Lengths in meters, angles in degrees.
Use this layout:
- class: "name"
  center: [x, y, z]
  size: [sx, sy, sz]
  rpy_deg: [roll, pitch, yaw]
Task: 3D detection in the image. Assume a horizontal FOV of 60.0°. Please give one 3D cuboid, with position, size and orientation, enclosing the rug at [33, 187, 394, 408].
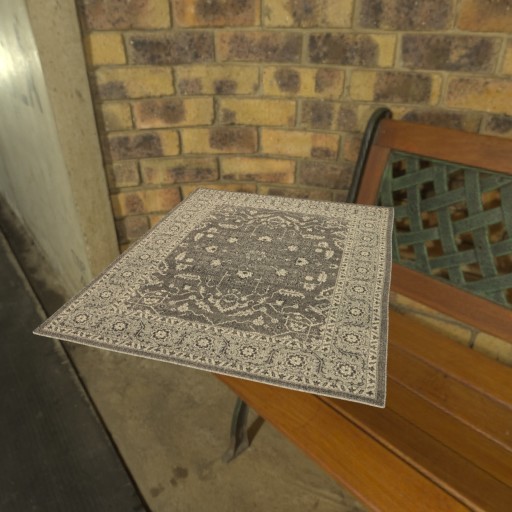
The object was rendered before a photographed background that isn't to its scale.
- class: "rug"
  center: [0.000, 0.000, 4.150]
  size: [2.451, 0.026, 3.069]
  rpy_deg: [8, 30, 14]
